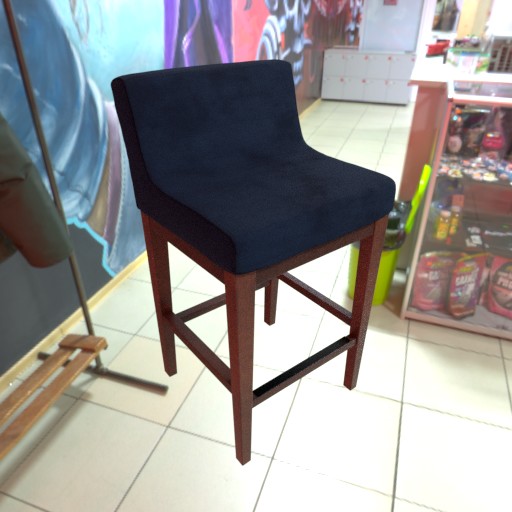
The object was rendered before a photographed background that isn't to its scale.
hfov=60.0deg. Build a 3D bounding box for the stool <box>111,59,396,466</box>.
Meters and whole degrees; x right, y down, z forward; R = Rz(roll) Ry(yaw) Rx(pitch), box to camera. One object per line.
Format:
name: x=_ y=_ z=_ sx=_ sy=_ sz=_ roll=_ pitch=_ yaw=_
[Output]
stool: x=0.000 y=0.000 z=1.235 sx=0.511 sy=0.945 sz=0.516 roll=-22 pitch=37 yaw=-32
